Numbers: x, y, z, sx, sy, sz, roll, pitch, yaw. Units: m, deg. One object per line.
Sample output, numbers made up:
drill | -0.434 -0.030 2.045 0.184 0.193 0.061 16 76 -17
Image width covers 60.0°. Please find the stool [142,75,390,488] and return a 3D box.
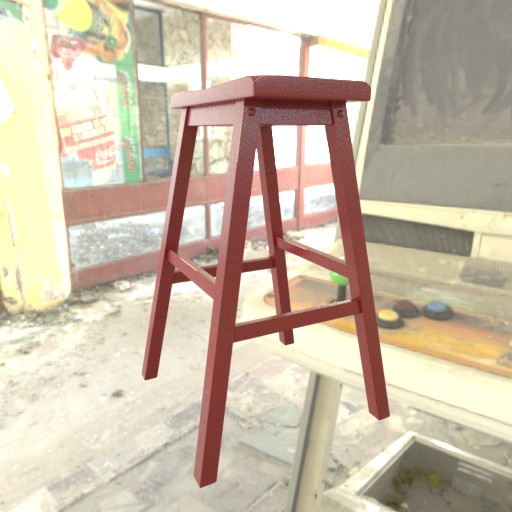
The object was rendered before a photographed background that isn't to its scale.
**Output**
stool | 0.000 0.000 1.036 0.476 0.737 0.457 -8 18 -26
